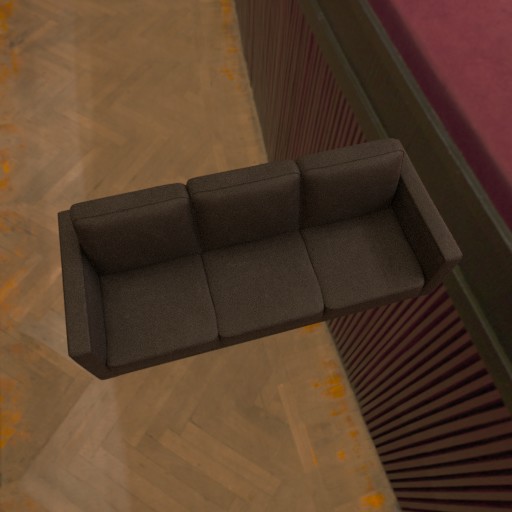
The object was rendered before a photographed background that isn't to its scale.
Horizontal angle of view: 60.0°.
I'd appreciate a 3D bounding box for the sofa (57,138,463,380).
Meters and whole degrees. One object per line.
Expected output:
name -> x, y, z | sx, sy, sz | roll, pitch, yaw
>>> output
sofa -> 0.000, 0.000, 2.558 | 2.029, 0.899, 0.879 | -14, 63, -7
